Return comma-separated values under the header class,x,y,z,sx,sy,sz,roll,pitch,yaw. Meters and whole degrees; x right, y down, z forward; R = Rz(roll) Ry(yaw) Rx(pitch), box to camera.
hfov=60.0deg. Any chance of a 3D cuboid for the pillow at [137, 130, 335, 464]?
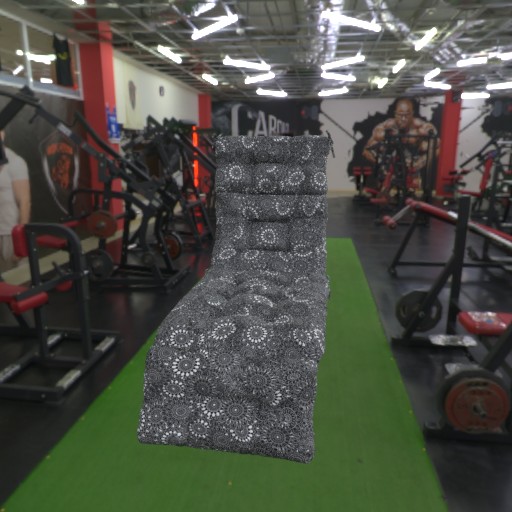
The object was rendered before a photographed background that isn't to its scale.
class,x,y,z,sx,sy,sz,roll,pitch,yaw
pillow,0.000,0.000,1.537,0.526,0.863,1.016,2,15,10
